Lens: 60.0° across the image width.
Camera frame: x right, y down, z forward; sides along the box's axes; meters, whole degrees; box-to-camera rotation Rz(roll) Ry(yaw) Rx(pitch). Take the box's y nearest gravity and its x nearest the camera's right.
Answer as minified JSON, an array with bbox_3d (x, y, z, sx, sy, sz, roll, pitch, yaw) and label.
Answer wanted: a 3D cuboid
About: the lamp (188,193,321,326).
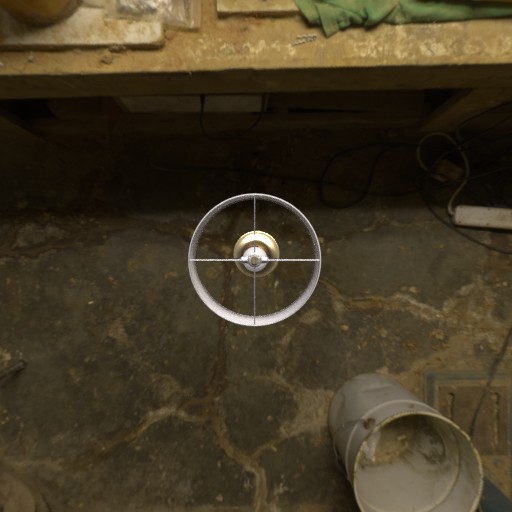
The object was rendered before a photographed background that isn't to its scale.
[{"bbox_3d":[0.000,0.000,1.674,0.337,1.543,0.337,0,91,0],"label":"lamp"}]
